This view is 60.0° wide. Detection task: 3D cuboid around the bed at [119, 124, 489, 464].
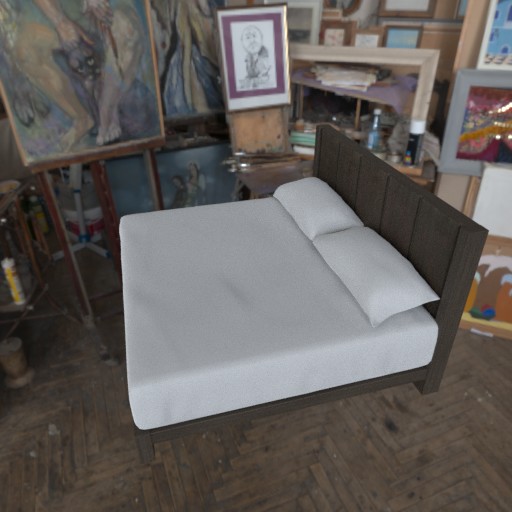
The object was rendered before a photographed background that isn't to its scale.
[{"bbox_3d":[0.000,0.000,3.365,2.012,1.270,2.134,-9,33,-13],"label":"bed"}]
